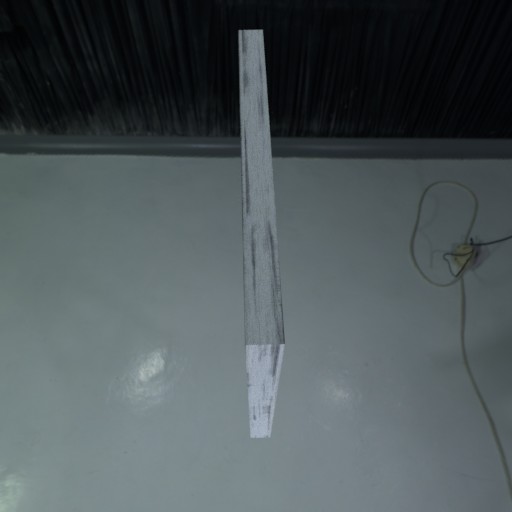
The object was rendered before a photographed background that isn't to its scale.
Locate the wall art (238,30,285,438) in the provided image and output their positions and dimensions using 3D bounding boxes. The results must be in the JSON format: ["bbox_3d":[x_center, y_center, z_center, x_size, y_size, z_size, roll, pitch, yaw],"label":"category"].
[{"bbox_3d":[0.000,0.000,0.765,0.038,0.506,0.506,-2,58,-1],"label":"wall art"}]
